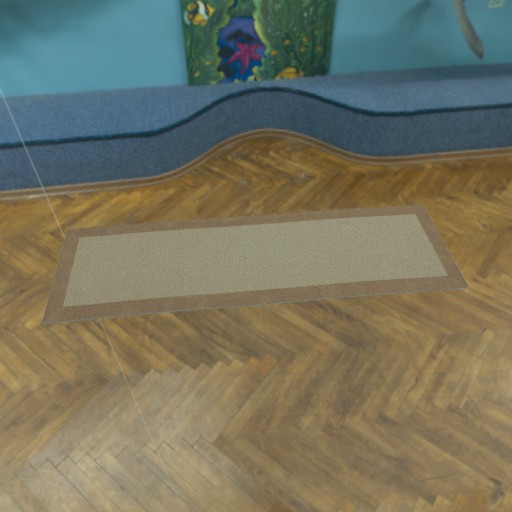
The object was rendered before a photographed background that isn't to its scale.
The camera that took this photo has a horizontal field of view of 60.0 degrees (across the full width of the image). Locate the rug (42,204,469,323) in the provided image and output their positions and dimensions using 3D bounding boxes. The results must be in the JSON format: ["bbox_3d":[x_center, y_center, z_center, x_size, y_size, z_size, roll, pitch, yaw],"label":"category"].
[{"bbox_3d":[0.000,0.000,2.764,2.430,0.012,0.767,-4,47,-4],"label":"rug"}]
